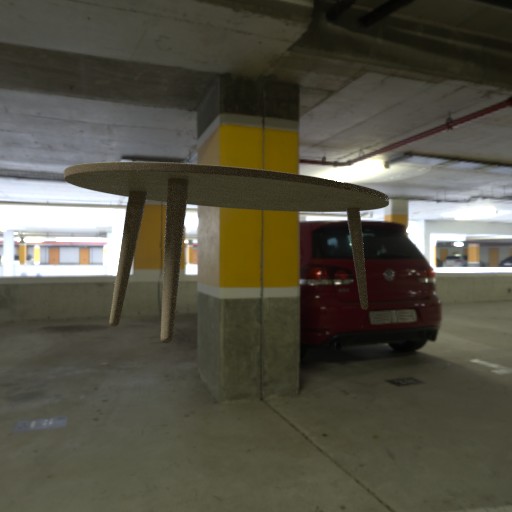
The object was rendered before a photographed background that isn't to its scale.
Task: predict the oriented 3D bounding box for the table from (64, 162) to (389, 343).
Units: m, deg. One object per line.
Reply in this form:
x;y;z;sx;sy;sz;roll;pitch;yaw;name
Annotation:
0.000;0.000;1.329;1.083;0.390;0.542;0;-1;-38;table
